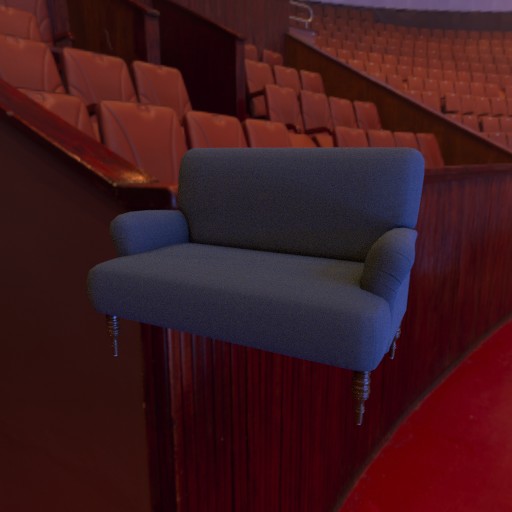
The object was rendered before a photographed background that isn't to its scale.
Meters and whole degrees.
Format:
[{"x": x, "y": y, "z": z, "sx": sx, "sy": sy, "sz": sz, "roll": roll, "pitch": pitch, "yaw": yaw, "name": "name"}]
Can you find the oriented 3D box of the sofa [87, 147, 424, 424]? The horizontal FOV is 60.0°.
[{"x": 0.000, "y": 0.000, "z": 1.862, "sx": 1.297, "sy": 0.889, "sz": 0.779, "roll": 7, "pitch": 15, "yaw": 27, "name": "sofa"}]
